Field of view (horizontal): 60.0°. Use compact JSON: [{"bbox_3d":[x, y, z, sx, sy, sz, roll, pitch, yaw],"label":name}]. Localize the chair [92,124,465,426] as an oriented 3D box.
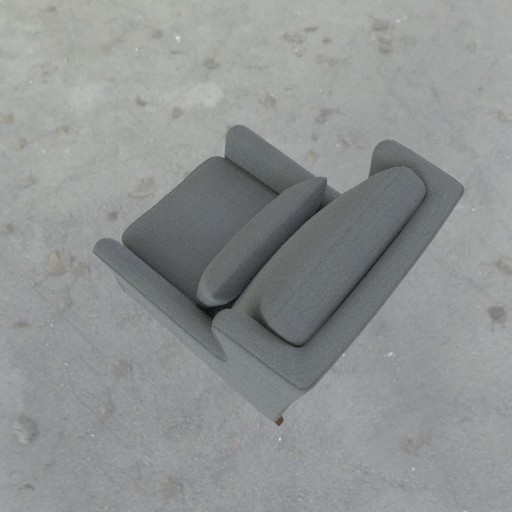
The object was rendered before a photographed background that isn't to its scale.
[{"bbox_3d":[0.000,0.000,1.800,1.040,1.056,0.866,37,68,18],"label":"chair"}]
